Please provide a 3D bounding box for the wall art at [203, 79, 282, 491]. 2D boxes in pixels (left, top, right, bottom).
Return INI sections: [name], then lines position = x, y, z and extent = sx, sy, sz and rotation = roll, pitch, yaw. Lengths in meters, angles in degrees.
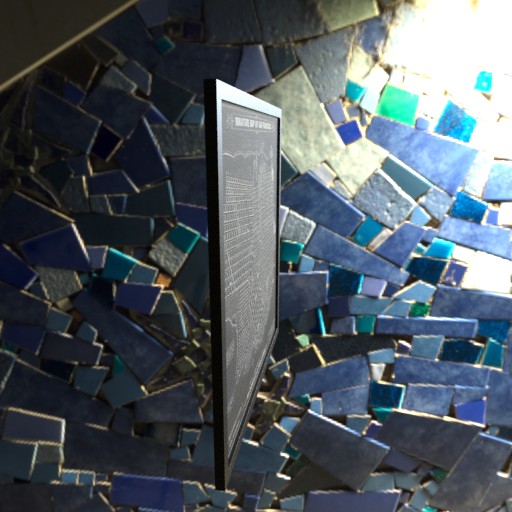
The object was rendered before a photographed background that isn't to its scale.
[wall art]
position = 0.000, 0.000, 1.208
extent = 0.022, 0.807, 0.807
rotation = 3, 15, 10
